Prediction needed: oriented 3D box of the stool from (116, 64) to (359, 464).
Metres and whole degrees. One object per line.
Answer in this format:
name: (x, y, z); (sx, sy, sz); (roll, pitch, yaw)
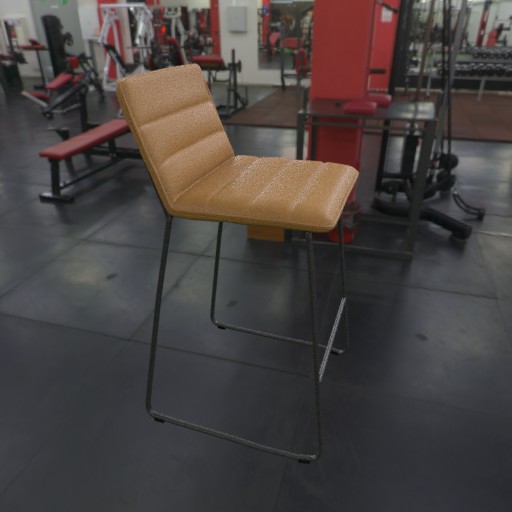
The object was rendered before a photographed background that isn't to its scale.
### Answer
stool: (0.000, 0.000, 1.216); (0.524, 0.936, 0.489); (9, 30, 17)
